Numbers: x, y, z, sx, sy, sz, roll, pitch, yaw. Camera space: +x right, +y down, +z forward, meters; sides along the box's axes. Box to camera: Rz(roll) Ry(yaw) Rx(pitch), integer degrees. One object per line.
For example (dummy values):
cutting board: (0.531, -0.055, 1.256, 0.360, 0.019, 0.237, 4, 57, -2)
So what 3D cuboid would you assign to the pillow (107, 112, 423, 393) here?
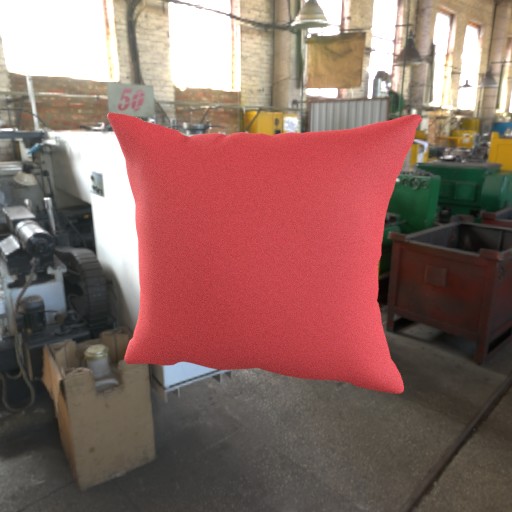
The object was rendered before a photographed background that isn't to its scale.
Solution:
pillow: (0.000, 0.000, 0.808, 0.559, 0.501, 0.229, 3, 16, 11)
